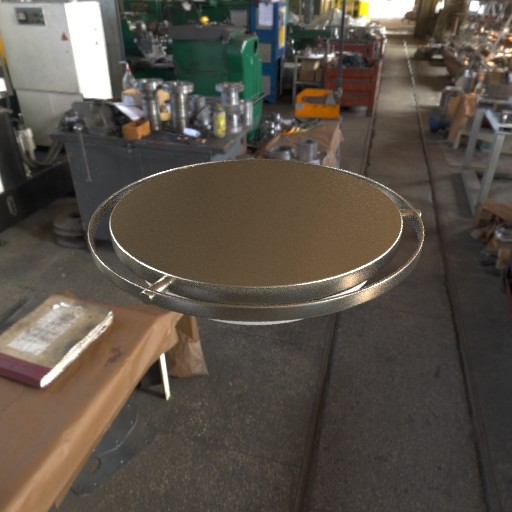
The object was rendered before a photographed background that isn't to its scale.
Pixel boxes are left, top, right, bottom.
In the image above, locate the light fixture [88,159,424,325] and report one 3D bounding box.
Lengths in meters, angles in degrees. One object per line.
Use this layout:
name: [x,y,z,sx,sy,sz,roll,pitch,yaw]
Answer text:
light fixture: [0.000,0.000,0.530,0.361,0.130,0.361,0,31,0]
